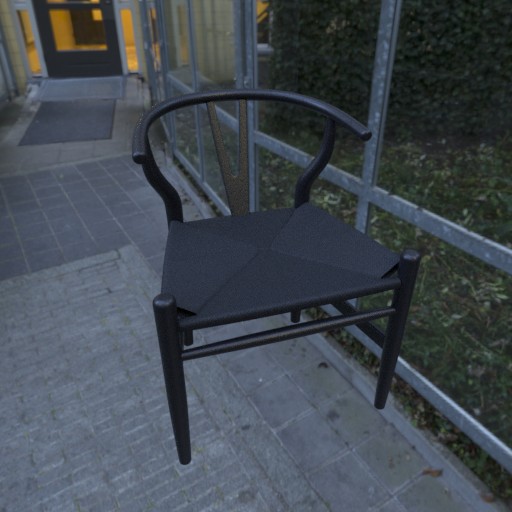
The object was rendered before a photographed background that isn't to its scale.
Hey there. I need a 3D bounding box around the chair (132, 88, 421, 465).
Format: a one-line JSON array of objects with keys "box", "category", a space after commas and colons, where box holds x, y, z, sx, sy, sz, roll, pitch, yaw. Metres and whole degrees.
[{"box": [0.000, 0.000, 1.155, 0.569, 0.730, 0.579, -9, 32, -15], "category": "chair"}]
